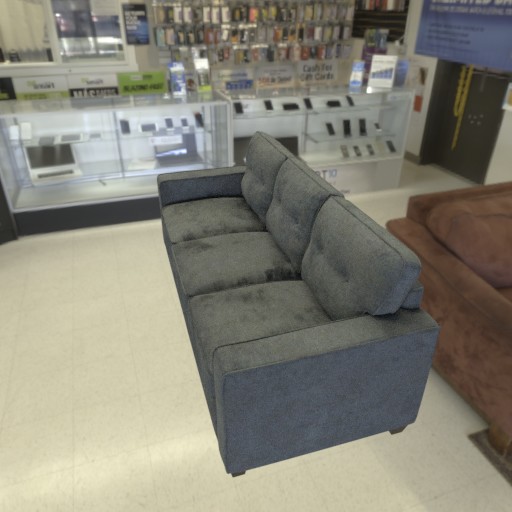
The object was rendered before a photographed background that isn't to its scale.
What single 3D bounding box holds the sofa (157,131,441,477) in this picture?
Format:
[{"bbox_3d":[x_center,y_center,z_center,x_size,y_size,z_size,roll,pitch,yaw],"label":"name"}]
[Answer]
[{"bbox_3d":[0.000,0.000,2.611,0.939,0.965,2.133,-9,32,-15],"label":"sofa"}]
